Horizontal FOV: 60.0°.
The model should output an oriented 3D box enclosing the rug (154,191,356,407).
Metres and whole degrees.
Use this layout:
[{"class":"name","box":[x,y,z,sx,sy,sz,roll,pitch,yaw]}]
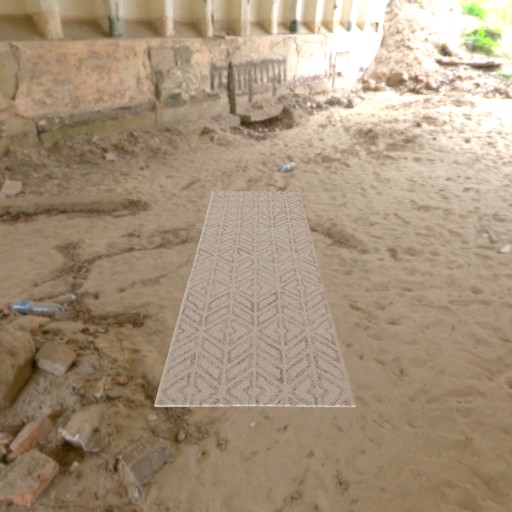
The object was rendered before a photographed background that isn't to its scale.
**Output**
[{"class":"rug","box":[0.000,0.000,2.722,0.750,0.009,2.435,0,27,0]}]
